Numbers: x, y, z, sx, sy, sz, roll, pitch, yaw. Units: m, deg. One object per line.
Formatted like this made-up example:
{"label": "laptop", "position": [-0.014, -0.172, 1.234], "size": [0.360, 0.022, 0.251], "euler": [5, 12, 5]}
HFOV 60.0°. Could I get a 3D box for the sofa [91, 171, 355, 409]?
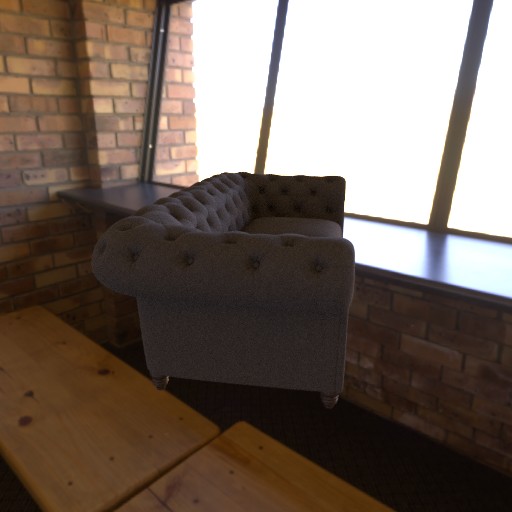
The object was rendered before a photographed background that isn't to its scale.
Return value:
{"label": "sofa", "position": [0.000, 0.000, 2.481], "size": [0.986, 0.764, 1.998], "euler": [3, 18, 10]}
